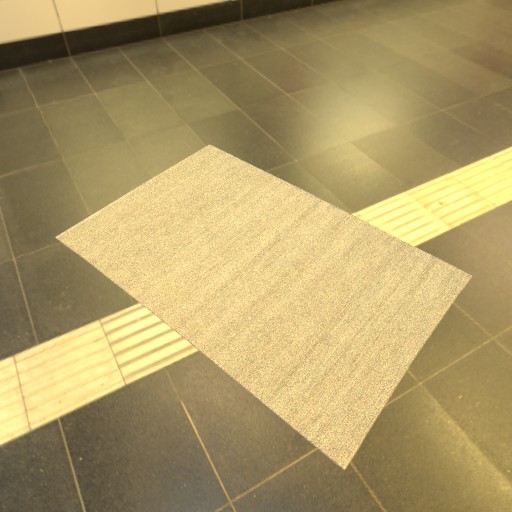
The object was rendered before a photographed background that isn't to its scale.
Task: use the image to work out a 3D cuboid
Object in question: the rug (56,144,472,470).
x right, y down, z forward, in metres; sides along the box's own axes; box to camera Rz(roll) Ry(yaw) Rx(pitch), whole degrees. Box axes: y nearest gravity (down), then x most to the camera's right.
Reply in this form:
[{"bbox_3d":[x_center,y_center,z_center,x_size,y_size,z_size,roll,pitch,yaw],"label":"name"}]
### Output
[{"bbox_3d":[0.000,0.000,2.271,1.820,0.022,1.179,32,54,26],"label":"rug"}]
